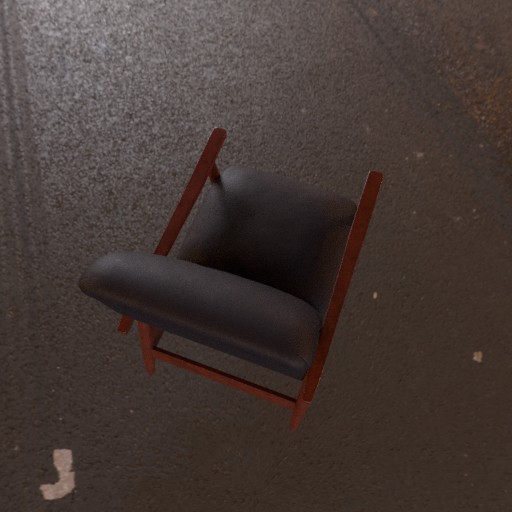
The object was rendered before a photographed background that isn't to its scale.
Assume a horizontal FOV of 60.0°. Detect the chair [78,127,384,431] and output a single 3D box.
[{"bbox_3d":[0.000,0.000,1.750,0.762,1.082,1.014,18,63,9],"label":"chair"}]
